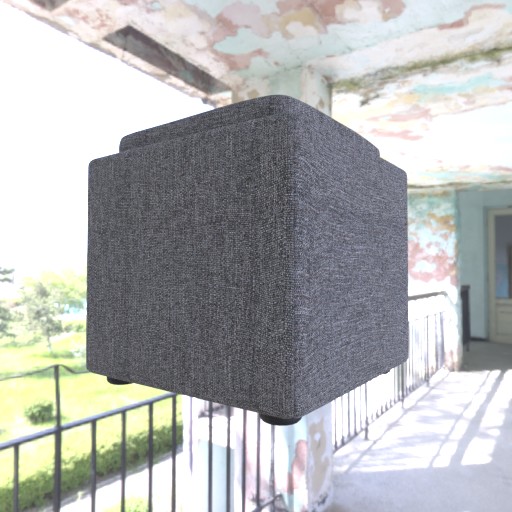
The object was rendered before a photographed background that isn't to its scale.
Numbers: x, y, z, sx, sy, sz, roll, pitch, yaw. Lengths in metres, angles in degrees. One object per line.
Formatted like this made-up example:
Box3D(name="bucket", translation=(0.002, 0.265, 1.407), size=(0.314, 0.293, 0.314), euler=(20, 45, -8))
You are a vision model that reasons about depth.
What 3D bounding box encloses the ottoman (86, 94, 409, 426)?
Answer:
Box3D(name="ottoman", translation=(0.000, 0.000, 0.852), size=(0.450, 0.460, 0.450), euler=(-1, -2, 36))
